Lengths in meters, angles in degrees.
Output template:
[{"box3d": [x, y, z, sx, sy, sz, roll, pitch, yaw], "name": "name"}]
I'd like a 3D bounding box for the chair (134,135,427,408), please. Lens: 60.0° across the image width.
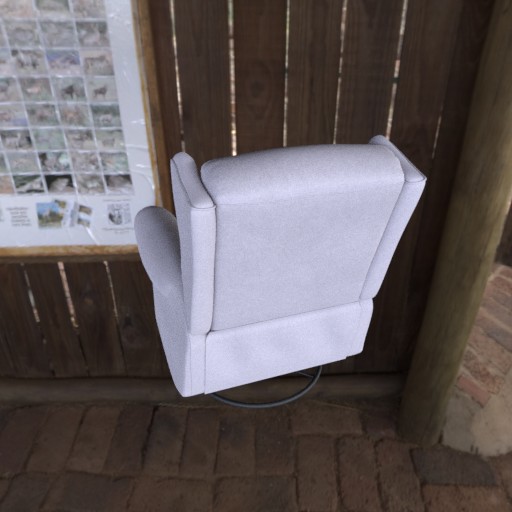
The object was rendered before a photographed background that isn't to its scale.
[{"box3d": [0.000, 0.000, 1.711, 0.847, 1.011, 0.969, -9, 29, -17], "name": "chair"}]
